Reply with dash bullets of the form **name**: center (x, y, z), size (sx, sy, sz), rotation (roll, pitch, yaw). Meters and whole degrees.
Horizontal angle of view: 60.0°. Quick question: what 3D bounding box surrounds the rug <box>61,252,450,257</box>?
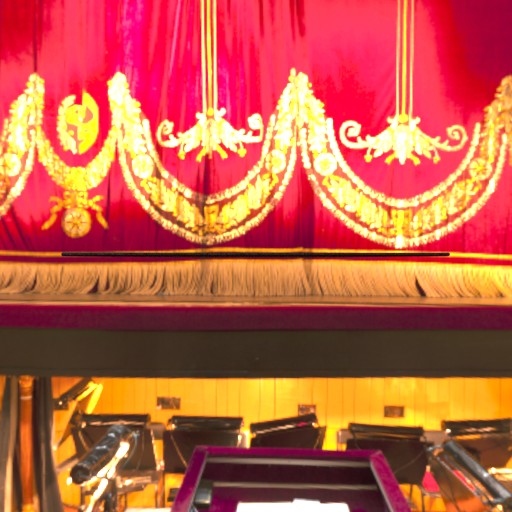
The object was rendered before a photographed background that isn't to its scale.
- **rug**: center (0.000, 0.000, 2.950), size (1.526, 0.015, 2.441), rotation (0, 0, 0)
